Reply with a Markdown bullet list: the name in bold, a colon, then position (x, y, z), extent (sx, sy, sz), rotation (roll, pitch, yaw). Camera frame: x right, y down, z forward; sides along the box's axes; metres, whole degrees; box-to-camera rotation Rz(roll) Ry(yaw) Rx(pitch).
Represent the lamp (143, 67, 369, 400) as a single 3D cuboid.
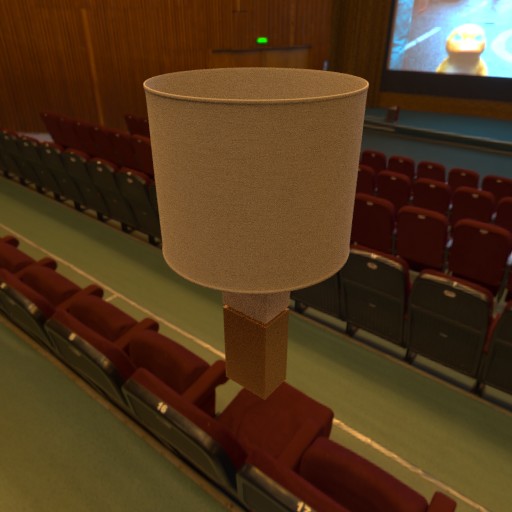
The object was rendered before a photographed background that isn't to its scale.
- **lamp**: position (0.000, 0.000, 0.561), extent (0.229, 0.417, 0.229), rotation (21, 35, 33)
